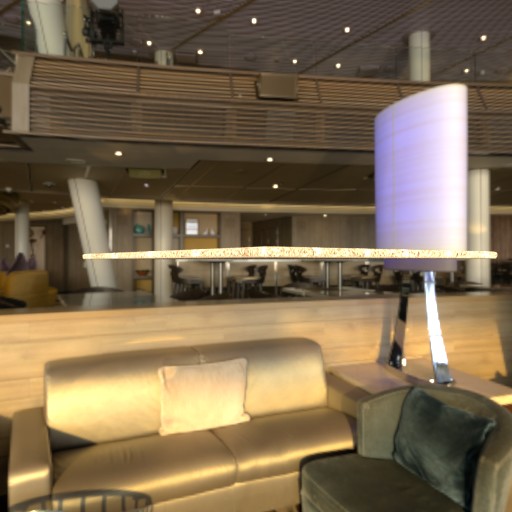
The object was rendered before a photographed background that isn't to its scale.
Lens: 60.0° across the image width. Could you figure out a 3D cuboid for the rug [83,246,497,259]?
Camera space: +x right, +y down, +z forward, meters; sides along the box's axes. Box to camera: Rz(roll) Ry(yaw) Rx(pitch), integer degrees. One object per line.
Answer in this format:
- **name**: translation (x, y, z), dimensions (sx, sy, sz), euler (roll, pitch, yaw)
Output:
- **rug**: translation (0.000, 0.000, 2.216), dimensions (1.219, 0.030, 1.778), euler (0, -1, -36)
